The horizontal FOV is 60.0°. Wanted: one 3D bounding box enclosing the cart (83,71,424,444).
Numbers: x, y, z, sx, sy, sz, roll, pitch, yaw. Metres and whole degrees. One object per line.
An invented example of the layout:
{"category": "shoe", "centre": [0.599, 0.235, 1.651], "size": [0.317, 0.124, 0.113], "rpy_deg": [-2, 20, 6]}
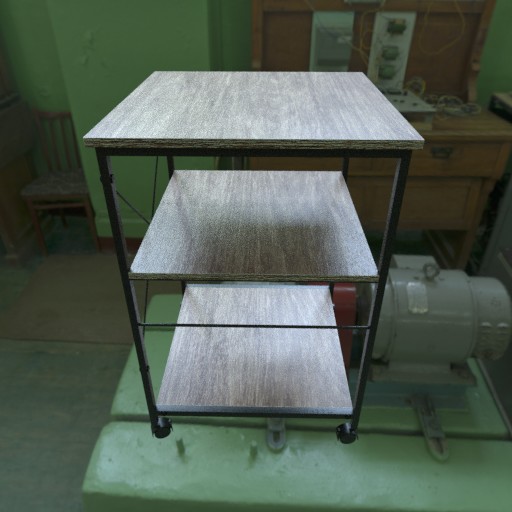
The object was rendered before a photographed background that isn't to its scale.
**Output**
{"category": "cart", "centre": [0.000, 0.000, 1.098], "size": [0.520, 0.762, 0.521], "rpy_deg": [1, 33, 1]}
